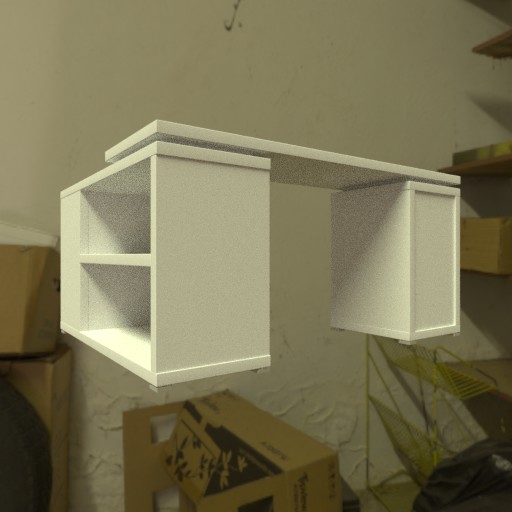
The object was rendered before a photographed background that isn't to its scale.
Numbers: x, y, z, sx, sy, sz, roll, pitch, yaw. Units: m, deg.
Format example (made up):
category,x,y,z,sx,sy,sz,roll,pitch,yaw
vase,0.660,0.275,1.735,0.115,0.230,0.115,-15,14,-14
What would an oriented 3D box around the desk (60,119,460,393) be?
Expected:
category,x,y,z,sx,sy,sz,roll,pitch,yaw
desk,0.000,0.000,2.148,1.524,0.753,1.200,0,0,-35
